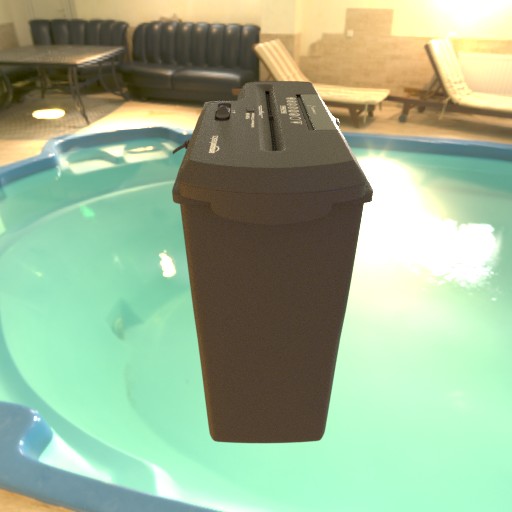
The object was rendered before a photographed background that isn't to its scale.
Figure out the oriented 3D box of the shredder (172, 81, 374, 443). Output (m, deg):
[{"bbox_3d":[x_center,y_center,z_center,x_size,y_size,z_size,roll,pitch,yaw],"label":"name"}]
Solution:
[{"bbox_3d":[0.000,0.000,0.507,0.170,0.335,0.320,0,32,0],"label":"shredder"}]
